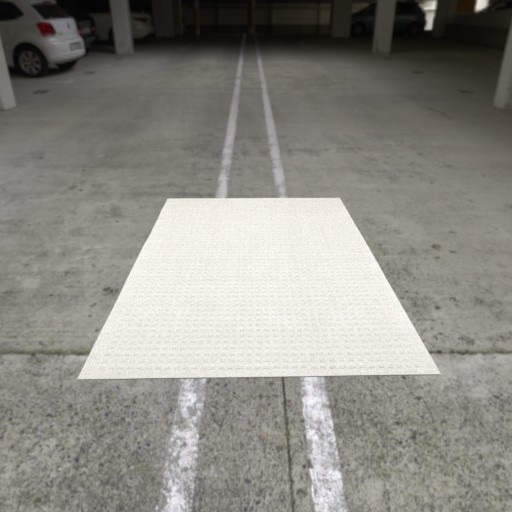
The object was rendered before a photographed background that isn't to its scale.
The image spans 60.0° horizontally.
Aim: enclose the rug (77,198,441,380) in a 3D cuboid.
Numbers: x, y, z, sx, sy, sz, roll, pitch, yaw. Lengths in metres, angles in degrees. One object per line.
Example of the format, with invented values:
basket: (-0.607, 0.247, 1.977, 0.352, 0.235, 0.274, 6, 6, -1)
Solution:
rug: (0.000, 0.000, 2.874, 1.523, 0.006, 2.289, 0, 26, -1)
